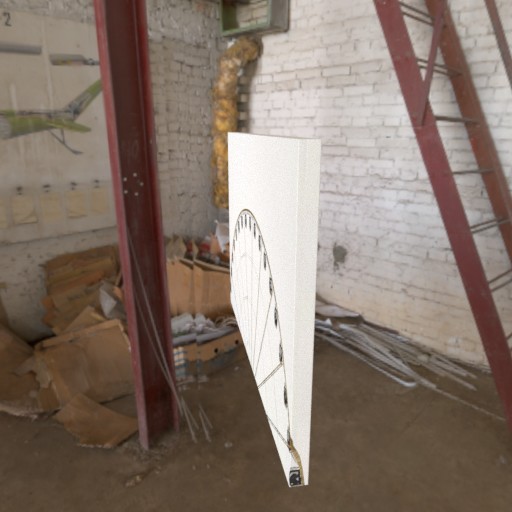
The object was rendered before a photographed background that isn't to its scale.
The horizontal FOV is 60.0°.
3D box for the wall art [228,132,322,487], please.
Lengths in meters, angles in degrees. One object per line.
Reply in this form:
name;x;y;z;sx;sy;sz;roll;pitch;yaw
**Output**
wall art;0.000;0.000;1.134;0.038;0.601;0.898;-3;16;-9
